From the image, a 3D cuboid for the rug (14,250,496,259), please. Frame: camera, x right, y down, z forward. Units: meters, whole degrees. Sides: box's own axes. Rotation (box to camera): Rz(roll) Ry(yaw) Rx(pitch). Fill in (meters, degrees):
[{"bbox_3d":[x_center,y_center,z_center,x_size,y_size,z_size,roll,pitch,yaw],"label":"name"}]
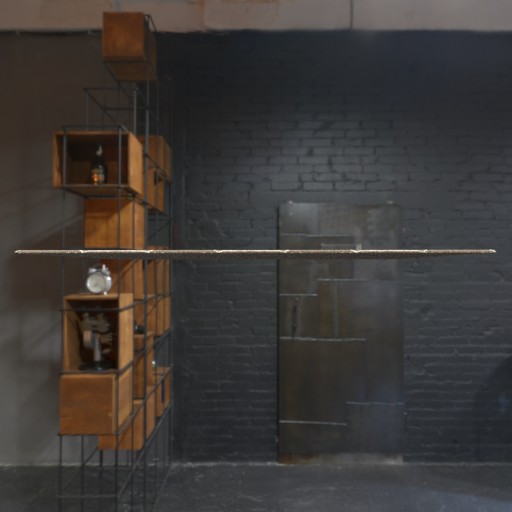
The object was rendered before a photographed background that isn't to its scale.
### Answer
[{"bbox_3d":[0.000,0.000,2.300,1.836,0.012,1.239,0,-2,2],"label":"rug"}]
